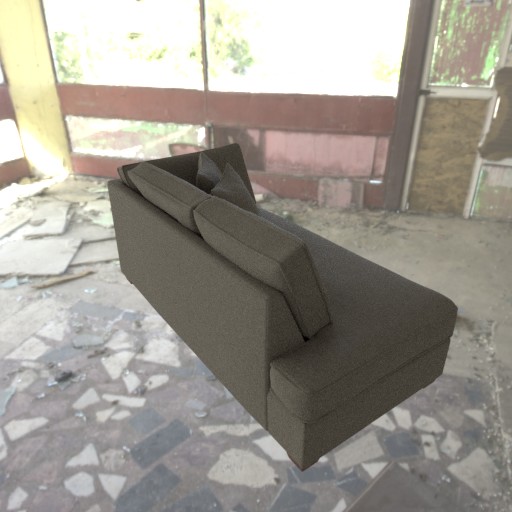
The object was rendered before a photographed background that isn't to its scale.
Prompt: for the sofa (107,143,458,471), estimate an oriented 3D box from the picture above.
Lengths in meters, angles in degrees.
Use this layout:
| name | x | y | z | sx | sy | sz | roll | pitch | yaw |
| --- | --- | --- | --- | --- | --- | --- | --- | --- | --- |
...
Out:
| name | x | y | z | sx | sy | sz | roll | pitch | yaw |
| --- | --- | --- | --- | --- | --- | --- | --- | --- | --- |
| sofa | 0.000 | 0.000 | 2.821 | 1.110 | 1.033 | 2.237 | -18 | 32 | -31 |
